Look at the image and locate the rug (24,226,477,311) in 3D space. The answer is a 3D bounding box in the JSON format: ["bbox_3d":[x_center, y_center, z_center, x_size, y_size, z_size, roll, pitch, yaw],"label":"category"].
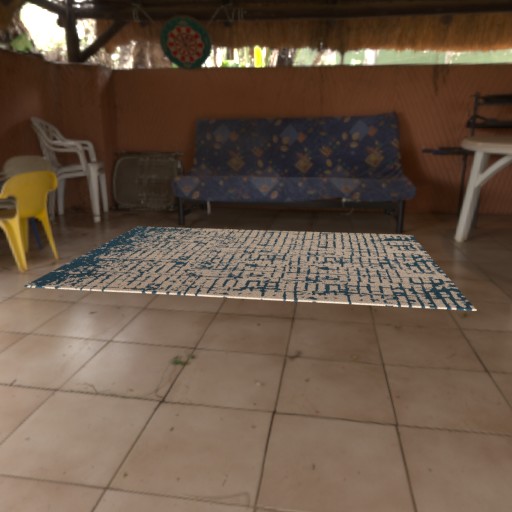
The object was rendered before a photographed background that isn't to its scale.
[{"bbox_3d":[0.000,0.000,2.346,1.828,0.007,1.220,2,16,8],"label":"rug"}]
